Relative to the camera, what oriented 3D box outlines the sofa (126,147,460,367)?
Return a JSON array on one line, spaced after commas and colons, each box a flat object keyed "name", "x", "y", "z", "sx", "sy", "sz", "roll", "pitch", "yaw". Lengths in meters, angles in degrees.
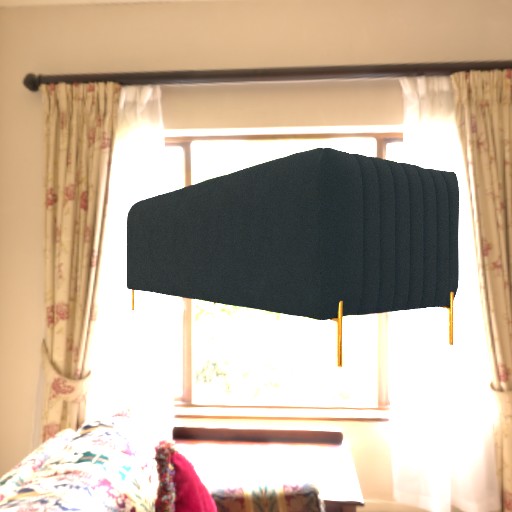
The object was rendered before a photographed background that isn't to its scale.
[{"name": "sofa", "x": 0.000, "y": 0.000, "z": 2.625, "sx": 0.896, "sy": 0.793, "sz": 2.136, "roll": 0, "pitch": -1, "yaw": -35}]
